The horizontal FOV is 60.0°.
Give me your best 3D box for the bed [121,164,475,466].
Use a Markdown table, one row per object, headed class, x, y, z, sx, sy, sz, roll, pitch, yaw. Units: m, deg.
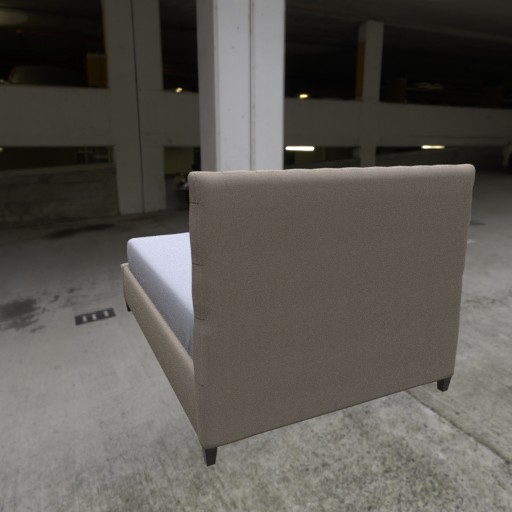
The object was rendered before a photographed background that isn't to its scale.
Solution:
| class | x | y | z | sx | sy | sz | roll | pitch | yaw |
| --- | --- | --- | --- | --- | --- | --- | --- | --- | --- |
| bed | 0.000 | 0.000 | 3.365 | 1.698 | 1.427 | 2.387 | -7 | 16 | -24 |
